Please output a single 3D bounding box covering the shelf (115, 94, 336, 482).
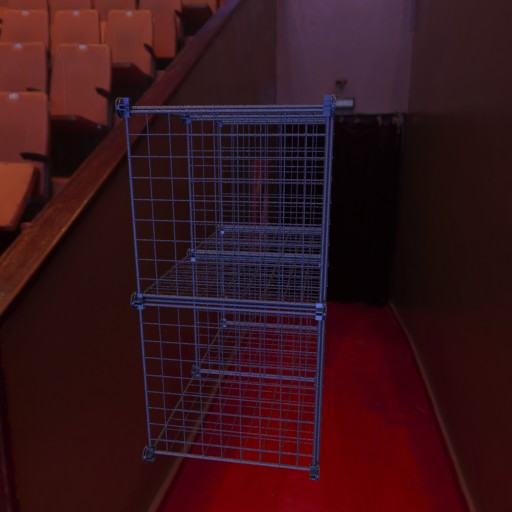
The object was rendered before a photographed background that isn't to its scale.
[{"bbox_3d":[0.000,0.000,1.126,0.356,0.711,0.711,2,15,9],"label":"shelf"}]
